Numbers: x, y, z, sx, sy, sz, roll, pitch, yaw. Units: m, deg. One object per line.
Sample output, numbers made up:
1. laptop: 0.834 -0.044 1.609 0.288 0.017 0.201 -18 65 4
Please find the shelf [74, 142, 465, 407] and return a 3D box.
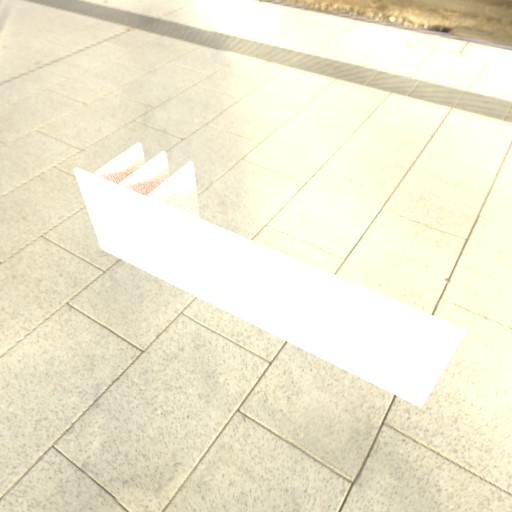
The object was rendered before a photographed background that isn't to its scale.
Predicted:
1. shelf: 0.000 0.000 1.171 1.020 0.300 0.200 23 50 21
